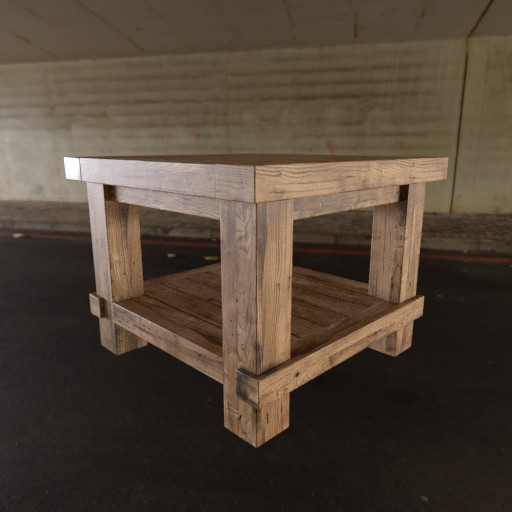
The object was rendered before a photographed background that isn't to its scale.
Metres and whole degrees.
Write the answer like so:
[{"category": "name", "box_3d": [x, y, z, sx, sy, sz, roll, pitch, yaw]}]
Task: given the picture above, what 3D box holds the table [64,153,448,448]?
[{"category": "table", "box_3d": [0.000, 0.000, 1.048, 0.610, 0.457, 0.610, -14, 19, -43]}]
